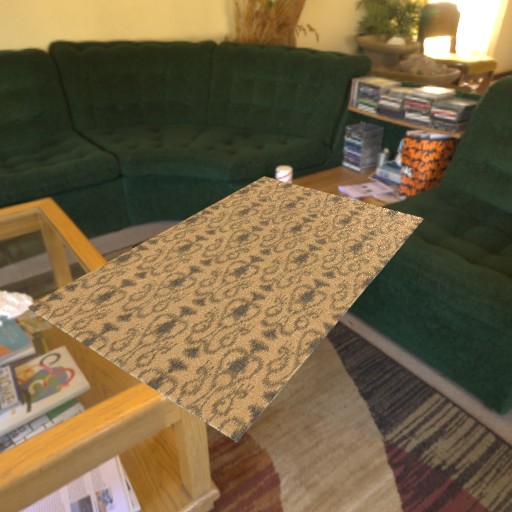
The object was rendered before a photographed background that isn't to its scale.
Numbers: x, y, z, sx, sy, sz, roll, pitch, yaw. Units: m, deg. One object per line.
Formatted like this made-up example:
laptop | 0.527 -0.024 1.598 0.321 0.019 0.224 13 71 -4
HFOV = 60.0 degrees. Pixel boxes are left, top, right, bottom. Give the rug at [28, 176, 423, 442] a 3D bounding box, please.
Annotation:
rug | 0.000 0.000 2.055 1.035 0.006 1.652 21 37 29
